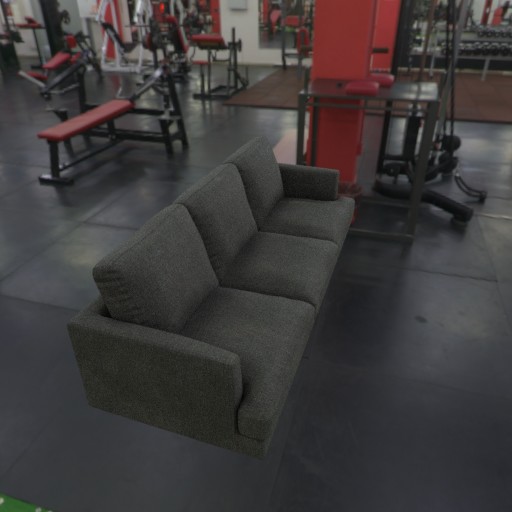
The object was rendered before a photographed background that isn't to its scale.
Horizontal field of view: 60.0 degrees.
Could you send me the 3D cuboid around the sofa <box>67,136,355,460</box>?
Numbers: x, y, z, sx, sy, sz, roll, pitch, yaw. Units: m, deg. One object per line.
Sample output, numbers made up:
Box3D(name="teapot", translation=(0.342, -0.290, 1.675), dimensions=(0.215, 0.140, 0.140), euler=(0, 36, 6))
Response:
Box3D(name="sofa", translation=(0.000, 0.000, 2.709), dimensions=(0.903, 0.930, 2.246), euler=(10, 32, 16))
